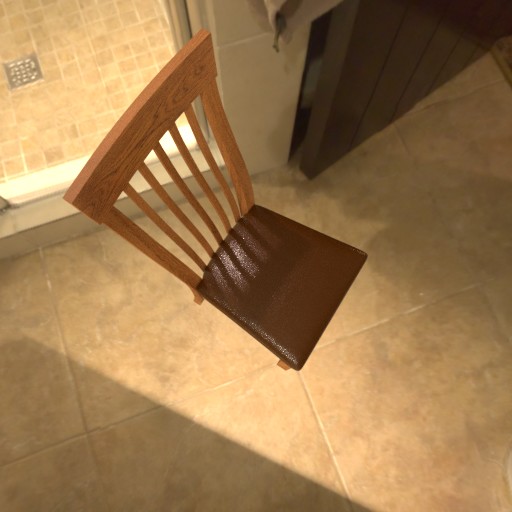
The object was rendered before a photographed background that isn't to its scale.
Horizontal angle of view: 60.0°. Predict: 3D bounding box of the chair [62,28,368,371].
[{"bbox_3d":[0.000,0.000,1.324,0.580,1.050,0.450,32,76,9],"label":"chair"}]
